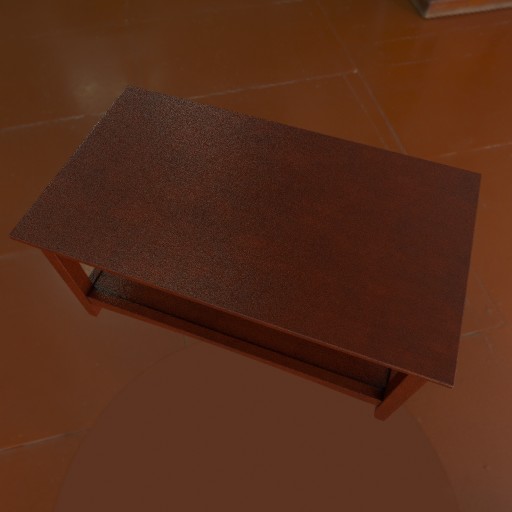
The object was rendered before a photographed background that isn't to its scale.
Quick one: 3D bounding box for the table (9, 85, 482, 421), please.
[{"bbox_3d":[0.000,0.000,1.193,0.943,0.456,0.533,17,60,10],"label":"table"}]
